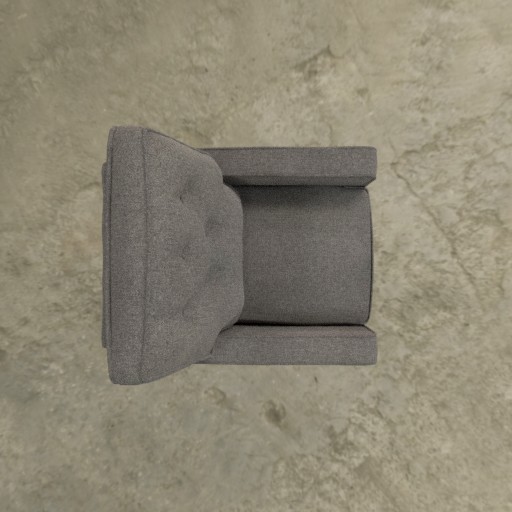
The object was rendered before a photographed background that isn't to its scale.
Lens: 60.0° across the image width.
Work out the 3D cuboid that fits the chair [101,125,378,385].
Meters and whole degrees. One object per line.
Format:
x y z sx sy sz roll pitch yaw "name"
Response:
0.000 0.000 1.404 0.775 0.889 0.650 0 89 0 "chair"
